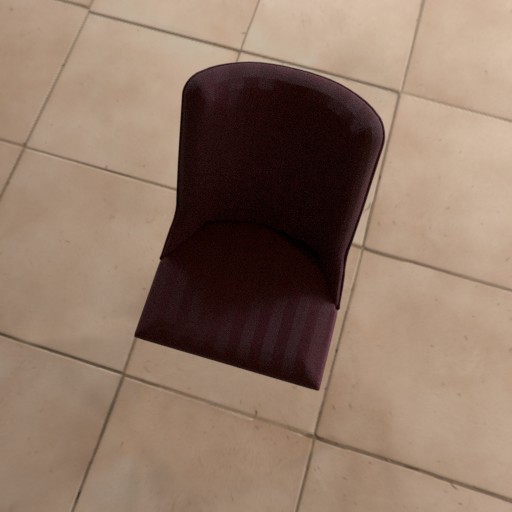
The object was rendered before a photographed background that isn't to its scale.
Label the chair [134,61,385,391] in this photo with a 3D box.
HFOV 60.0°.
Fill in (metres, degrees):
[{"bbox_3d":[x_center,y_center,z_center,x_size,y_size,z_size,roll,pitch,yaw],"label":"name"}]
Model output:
[{"bbox_3d":[0.000,0.000,1.296,0.548,0.916,0.638,15,76,4],"label":"chair"}]
